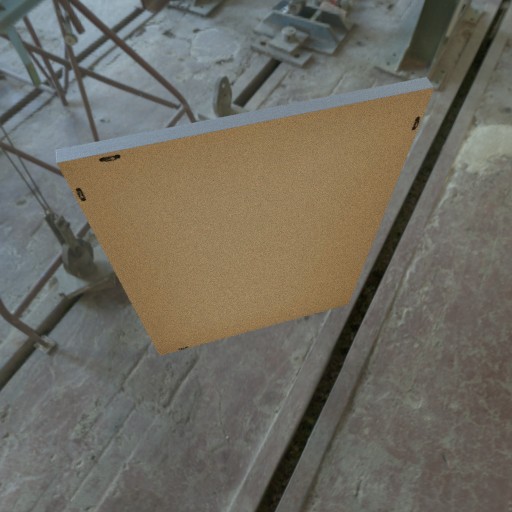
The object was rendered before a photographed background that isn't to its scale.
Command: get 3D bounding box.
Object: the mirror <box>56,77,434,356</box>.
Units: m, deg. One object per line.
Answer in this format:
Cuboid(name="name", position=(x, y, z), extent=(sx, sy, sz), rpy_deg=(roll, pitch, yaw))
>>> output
Cuboid(name="mirror", position=(0.000, 0.000, 1.298), extent=(0.762, 1.016, 0.040), rpy_deg=(-14, 59, -9))
